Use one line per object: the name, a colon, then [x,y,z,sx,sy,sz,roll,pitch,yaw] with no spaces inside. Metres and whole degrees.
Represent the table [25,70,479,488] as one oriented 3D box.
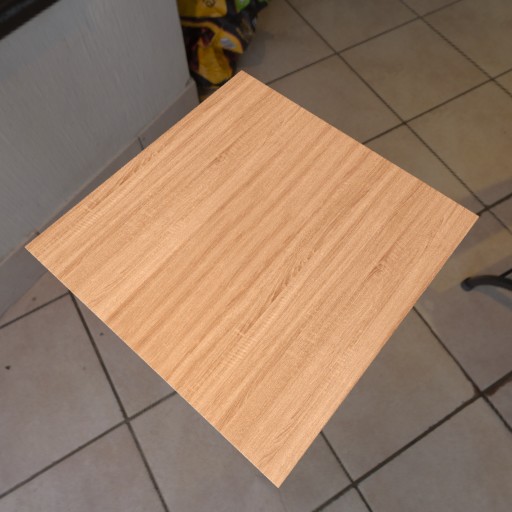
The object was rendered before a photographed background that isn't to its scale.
table: [0.000,0.000,1.359,0.890,0.305,0.890,38,69,17]
